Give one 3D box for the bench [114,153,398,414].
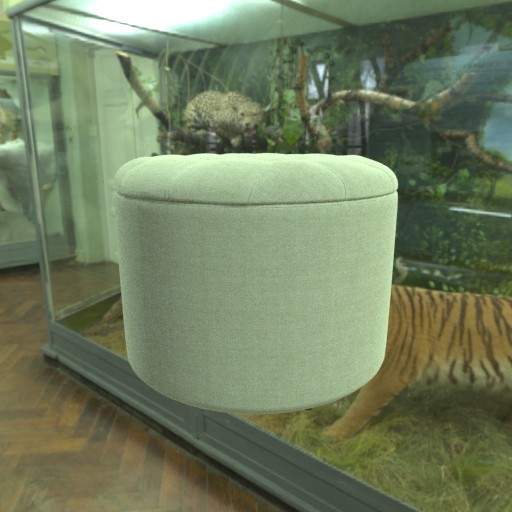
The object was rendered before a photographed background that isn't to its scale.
[{"bbox_3d":[0.000,0.000,1.014,0.600,0.453,0.600,0,14,0],"label":"bench"}]
